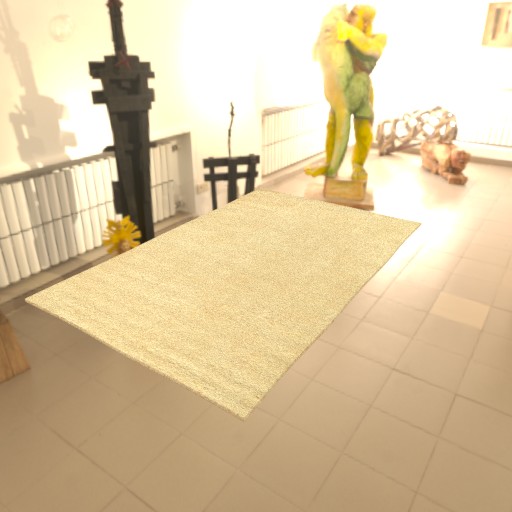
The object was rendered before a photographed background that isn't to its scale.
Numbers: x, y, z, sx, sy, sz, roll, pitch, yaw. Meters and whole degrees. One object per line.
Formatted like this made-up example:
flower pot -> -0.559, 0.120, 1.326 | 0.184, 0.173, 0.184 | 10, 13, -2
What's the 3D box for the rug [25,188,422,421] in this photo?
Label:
rug -> 0.000, 0.000, 2.944 | 1.500, 0.025, 2.346 | 17, 32, 30
